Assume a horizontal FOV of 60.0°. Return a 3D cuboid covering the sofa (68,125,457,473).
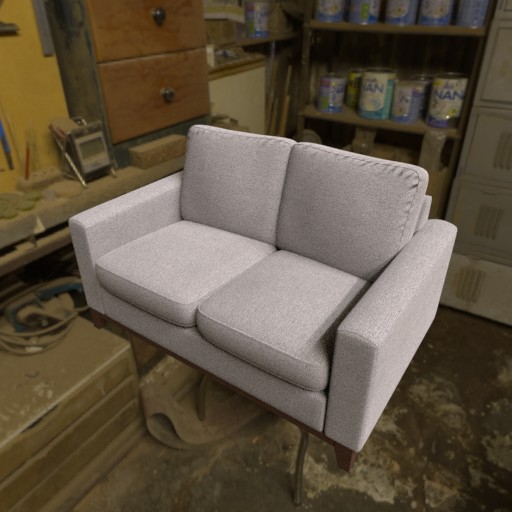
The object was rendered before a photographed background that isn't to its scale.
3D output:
[{"bbox_3d":[0.000,0.000,1.946,1.420,0.873,0.917,20,36,29],"label":"sofa"}]
